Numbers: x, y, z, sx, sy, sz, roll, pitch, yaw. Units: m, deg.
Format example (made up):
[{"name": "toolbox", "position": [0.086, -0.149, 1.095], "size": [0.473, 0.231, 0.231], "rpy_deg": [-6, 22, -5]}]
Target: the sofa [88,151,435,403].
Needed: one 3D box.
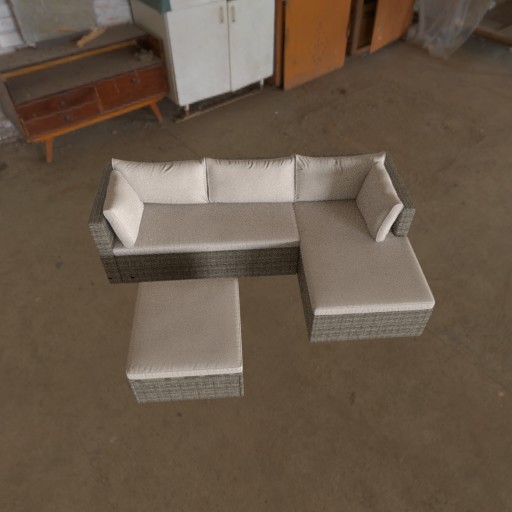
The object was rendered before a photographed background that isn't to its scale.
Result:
[{"name": "sofa", "position": [0.000, 0.000, 3.032], "size": [2.192, 0.766, 1.662], "rpy_deg": [-3, 47, -3]}]
